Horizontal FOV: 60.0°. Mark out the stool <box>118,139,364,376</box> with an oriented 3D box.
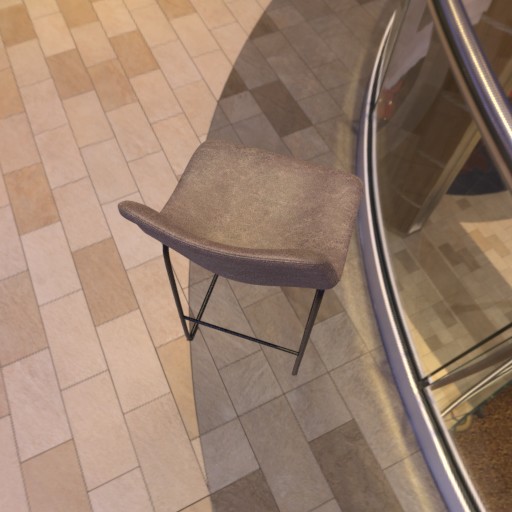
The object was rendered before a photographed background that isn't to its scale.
[{"bbox_3d":[0.000,0.000,1.375,0.514,1.082,0.561,16,64,8],"label":"stool"}]
